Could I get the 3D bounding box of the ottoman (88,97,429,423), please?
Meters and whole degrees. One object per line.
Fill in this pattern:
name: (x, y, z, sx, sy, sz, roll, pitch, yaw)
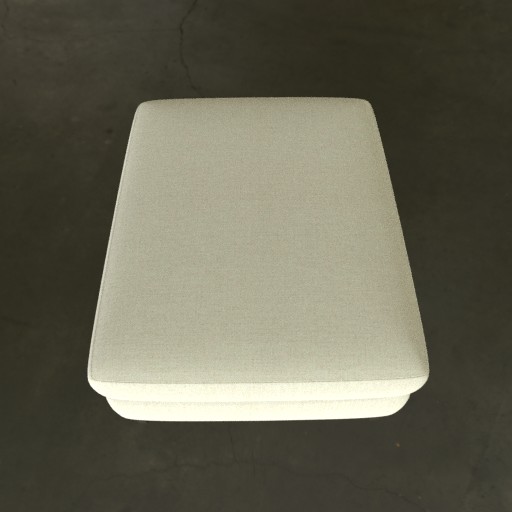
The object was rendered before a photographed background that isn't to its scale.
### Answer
ottoman: (0.000, 0.000, 1.156, 0.657, 0.453, 0.794, -1, 59, 0)
